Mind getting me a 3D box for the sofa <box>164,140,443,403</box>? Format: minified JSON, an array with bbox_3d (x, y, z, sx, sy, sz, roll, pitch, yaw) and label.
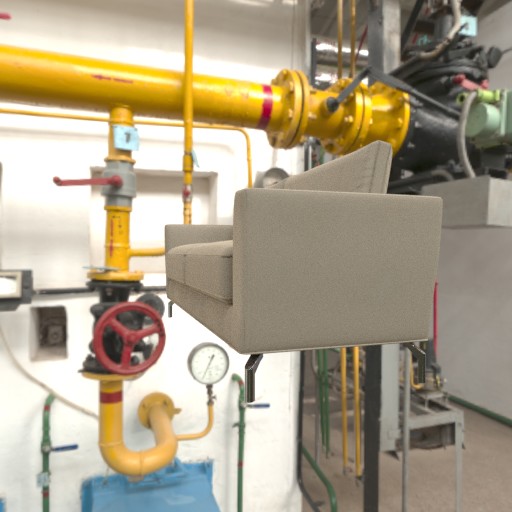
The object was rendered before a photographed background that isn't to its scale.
[{"bbox_3d":[0.000,0.000,2.677,0.868,1.005,2.214,0,1,-18],"label":"sofa"}]
